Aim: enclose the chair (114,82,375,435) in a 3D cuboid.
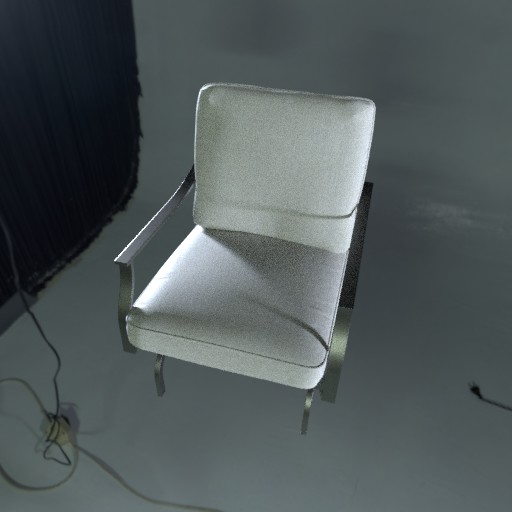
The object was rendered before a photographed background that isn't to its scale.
[{"bbox_3d":[0.000,0.000,1.433,0.650,0.860,0.787,11,42,12],"label":"chair"}]
